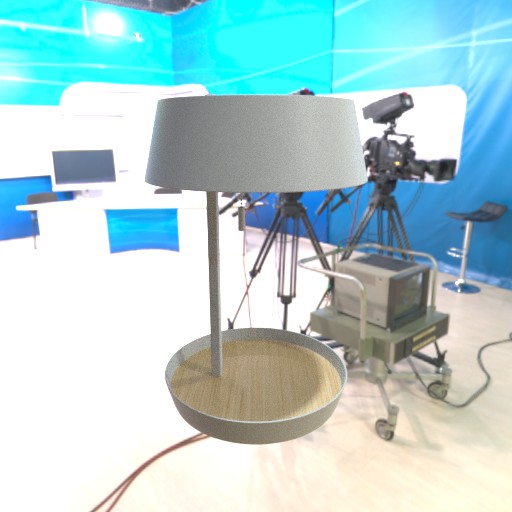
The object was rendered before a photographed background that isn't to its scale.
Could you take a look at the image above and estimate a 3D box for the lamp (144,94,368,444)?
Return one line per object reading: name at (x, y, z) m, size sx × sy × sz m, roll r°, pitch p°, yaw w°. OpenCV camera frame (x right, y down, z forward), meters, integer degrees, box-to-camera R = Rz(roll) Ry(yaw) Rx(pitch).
lamp at (0.000, 0.000, 0.623) m, size 0.291 × 0.429 × 0.291 m, roll 0°, pitch 16°, yaw 0°
